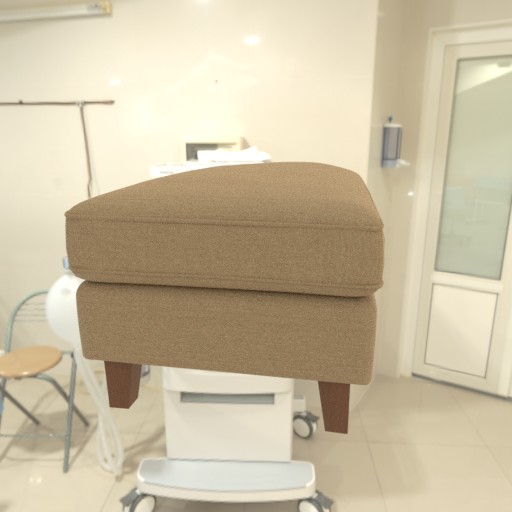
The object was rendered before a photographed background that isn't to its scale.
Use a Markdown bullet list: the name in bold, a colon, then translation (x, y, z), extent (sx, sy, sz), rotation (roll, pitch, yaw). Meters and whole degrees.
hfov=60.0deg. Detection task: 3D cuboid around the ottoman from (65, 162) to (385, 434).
- **ottoman**: translation (0.000, 0.000, 1.294), extent (0.636, 0.521, 0.945), rotation (3, 15, 10)
